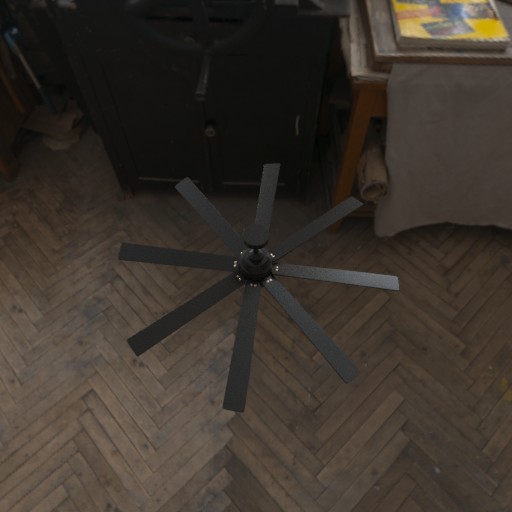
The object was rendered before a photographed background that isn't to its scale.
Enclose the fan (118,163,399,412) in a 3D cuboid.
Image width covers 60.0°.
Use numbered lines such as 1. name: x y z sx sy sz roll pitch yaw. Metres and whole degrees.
1. fan: 0.000 0.000 2.771 1.830 0.472 1.830 -33 64 -19
